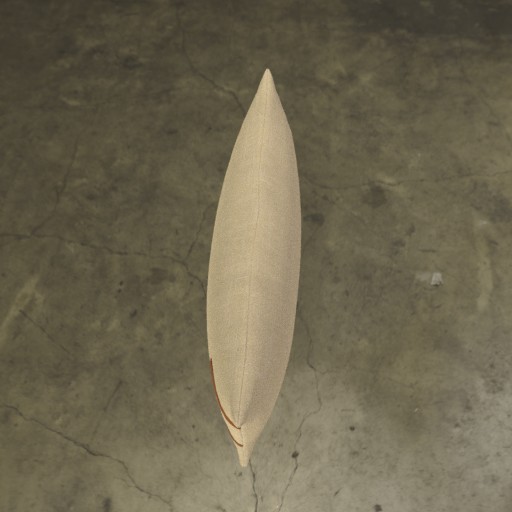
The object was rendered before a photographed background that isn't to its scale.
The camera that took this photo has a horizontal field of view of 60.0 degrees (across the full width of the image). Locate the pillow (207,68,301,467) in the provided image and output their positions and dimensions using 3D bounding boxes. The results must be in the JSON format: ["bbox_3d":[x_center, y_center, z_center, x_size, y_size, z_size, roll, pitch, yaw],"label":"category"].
[{"bbox_3d":[0.000,0.000,0.745,0.148,0.308,0.612,3,58,2],"label":"pillow"}]
